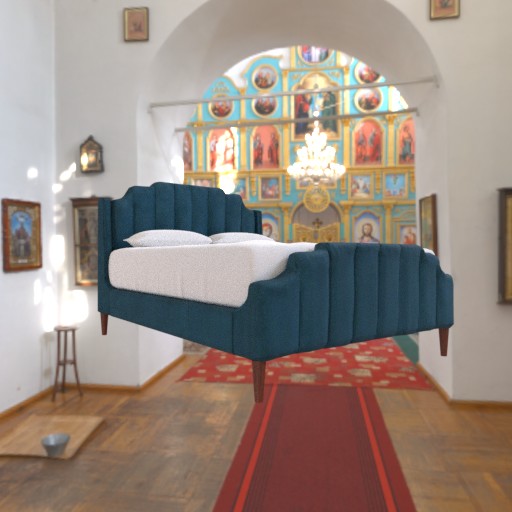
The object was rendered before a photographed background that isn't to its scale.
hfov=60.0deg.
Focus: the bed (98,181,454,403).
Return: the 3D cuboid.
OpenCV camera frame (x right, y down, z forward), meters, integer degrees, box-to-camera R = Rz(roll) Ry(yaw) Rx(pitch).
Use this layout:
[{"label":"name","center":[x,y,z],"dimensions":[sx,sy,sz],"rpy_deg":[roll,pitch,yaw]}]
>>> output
[{"label":"bed","center":[0.000,0.000,3.383],"dimensions":[1.676,1.351,2.322],"rpy_deg":[0,0,-37]}]
